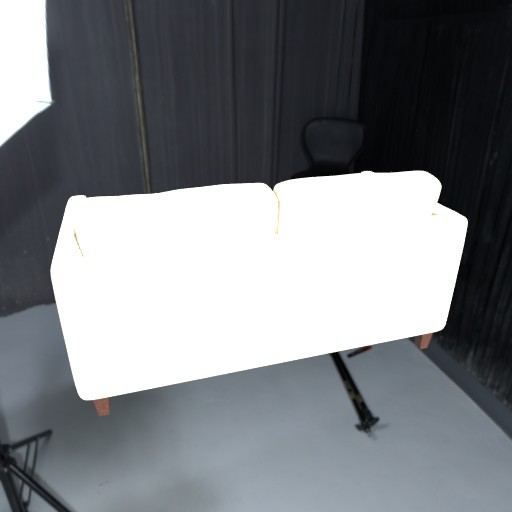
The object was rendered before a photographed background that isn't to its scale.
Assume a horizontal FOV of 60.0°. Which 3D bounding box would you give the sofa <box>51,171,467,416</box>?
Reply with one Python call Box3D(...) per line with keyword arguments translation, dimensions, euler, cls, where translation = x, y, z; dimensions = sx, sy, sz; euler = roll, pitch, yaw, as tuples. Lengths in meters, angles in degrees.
Box3D(translation=(0.000, 0.000, 2.385), dimensions=(1.884, 0.963, 0.950), euler=(-7, 27, -15), cls="sofa")
